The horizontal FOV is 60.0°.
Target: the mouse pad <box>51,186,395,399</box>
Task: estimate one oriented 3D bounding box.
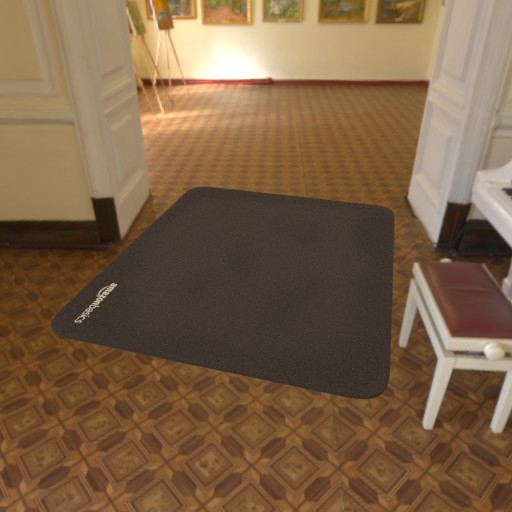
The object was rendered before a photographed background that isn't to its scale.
[{"bbox_3d":[0.000,0.000,0.353,0.211,0.002,0.249,8,32,13],"label":"mouse pad"}]
